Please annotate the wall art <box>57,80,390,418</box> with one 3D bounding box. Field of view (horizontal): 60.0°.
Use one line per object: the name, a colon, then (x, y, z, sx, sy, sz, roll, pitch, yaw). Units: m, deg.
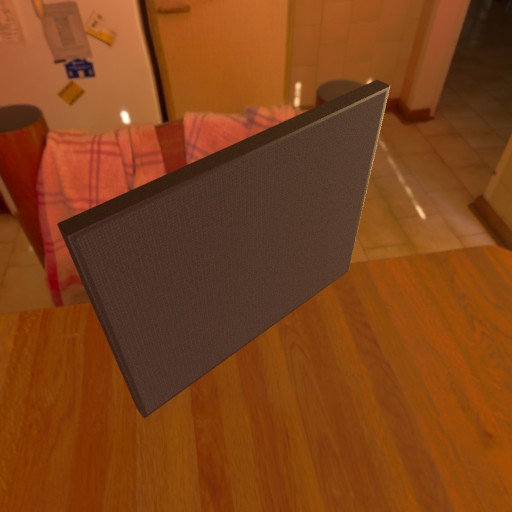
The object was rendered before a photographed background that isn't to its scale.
wall art: (0.000, 0.000, 0.776, 0.559, 0.458, 0.029, -32, 54, -27)
